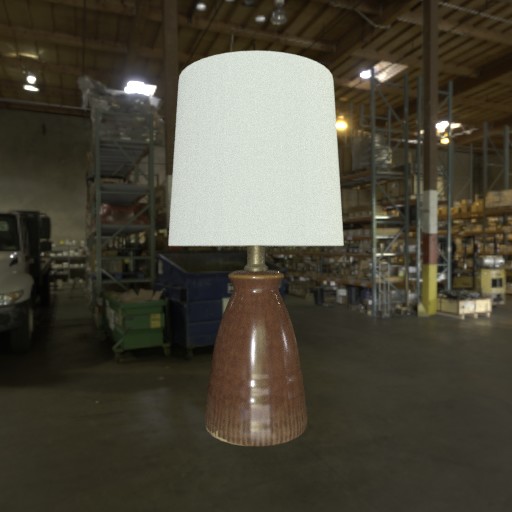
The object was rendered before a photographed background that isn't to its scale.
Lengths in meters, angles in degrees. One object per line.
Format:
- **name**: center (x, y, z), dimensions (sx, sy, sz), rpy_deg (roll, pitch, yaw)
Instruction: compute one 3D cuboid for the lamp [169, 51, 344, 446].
- **lamp**: center (0.000, 0.000, 0.480), dimensions (0.186, 0.369, 0.186), rpy_deg (0, 1, 0)
